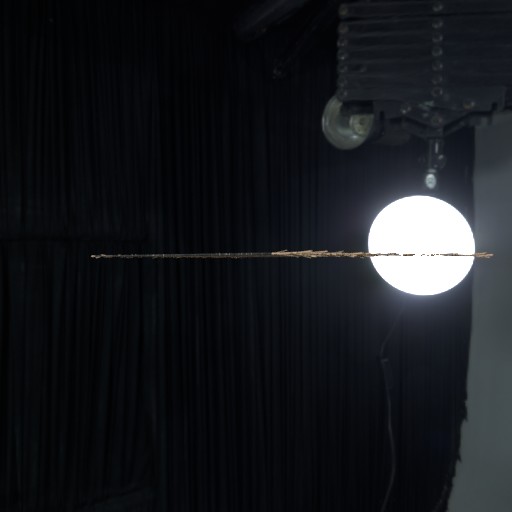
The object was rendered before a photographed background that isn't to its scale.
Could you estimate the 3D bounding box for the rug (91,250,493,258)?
[{"bbox_3d":[0.000,0.000,2.462,1.224,0.027,2.021,0,0,-36],"label":"rug"}]
